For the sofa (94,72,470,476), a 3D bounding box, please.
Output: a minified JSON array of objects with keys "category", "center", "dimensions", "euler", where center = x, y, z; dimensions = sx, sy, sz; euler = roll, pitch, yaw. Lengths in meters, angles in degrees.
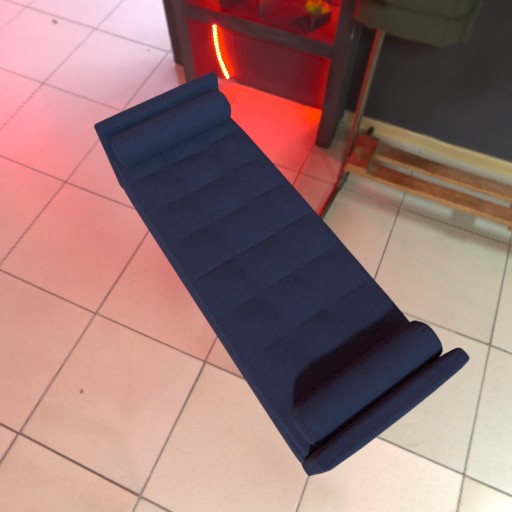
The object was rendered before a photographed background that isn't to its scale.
[{"category":"sofa","center":[0.000,0.000,2.418],"dimensions":[0.797,0.657,2.102],"euler":[-31,66,-15]}]
